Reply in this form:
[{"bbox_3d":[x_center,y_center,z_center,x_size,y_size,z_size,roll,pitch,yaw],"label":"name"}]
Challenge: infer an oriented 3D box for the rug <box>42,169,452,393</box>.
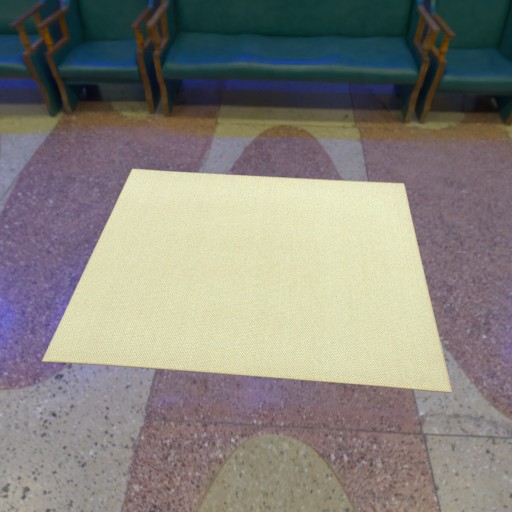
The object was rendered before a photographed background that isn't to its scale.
[{"bbox_3d":[0.000,0.000,4.097,3.039,0.018,2.462,4,47,3],"label":"rug"}]
